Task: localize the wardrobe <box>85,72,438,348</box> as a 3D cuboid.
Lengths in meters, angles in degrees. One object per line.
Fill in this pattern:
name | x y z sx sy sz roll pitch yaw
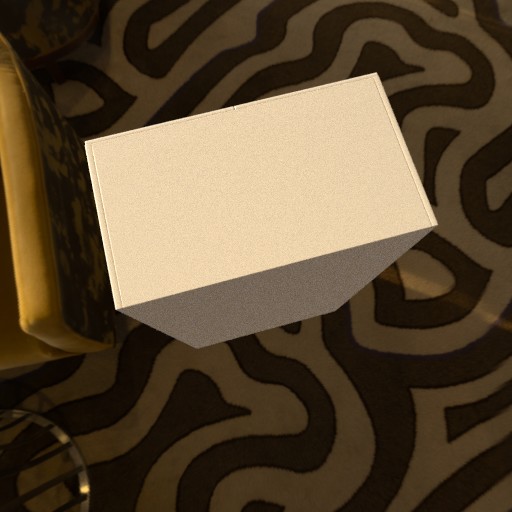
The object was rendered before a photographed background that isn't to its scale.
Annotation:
wardrobe | 0.000 0.000 2.253 0.991 1.808 0.577 -15 75 -4
